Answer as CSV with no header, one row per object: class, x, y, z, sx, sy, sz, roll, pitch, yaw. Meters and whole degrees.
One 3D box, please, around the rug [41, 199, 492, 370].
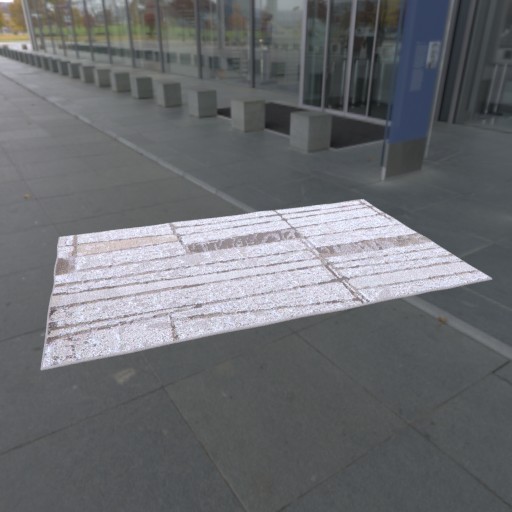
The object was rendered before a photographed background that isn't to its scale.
rug,0.000,0.000,1.013,0.867,0.007,0.515,-9,28,-17
